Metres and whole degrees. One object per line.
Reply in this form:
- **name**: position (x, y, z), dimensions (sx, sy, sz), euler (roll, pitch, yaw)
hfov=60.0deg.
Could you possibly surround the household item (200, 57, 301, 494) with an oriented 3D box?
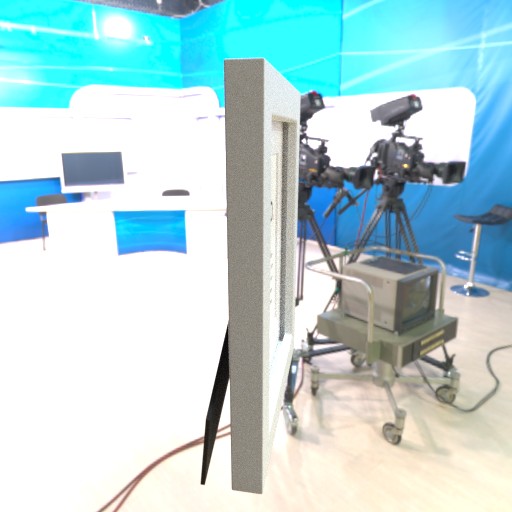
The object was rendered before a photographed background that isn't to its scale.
- **household item**: position (0.000, 0.000, 0.339), dimensions (0.045, 0.250, 0.200), euler (3, 16, 10)
